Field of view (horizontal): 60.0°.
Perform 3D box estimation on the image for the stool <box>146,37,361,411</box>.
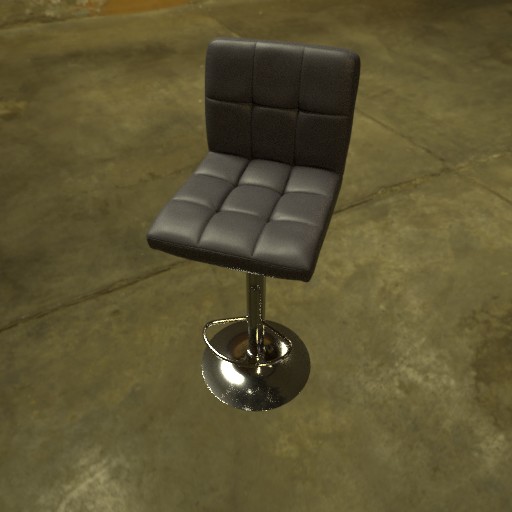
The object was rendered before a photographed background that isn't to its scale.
[{"bbox_3d":[0.000,0.000,1.365,0.430,1.115,0.505,12,43,13],"label":"stool"}]
